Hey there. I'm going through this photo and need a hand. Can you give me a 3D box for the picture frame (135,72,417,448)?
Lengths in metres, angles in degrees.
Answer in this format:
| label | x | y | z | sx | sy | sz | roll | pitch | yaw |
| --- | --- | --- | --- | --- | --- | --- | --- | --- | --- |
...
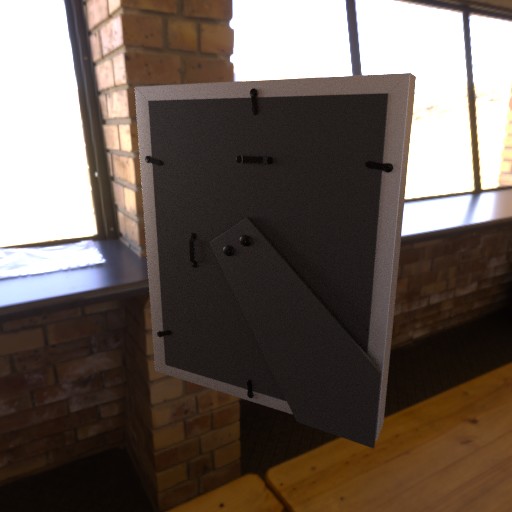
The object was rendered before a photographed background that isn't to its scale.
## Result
| label | x | y | z | sx | sy | sz | roll | pitch | yaw |
| --- | --- | --- | --- | --- | --- | --- | --- | --- | --- |
| picture frame | 0.000 | 0.000 | 0.383 | 0.233 | 0.282 | 0.036 | 8 | 18 | 26 |
